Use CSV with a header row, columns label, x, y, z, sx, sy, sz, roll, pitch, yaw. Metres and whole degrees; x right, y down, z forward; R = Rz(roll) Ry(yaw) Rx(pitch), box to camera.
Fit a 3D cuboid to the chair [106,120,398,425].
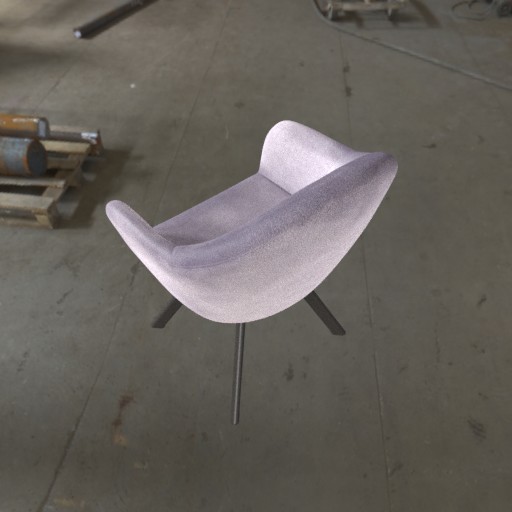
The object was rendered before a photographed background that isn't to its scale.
label,x,y,z,sx,sy,sz,roll,pitch,yaw
chair,0.000,0.000,1.164,0.570,0.780,0.540,-32,55,-26
